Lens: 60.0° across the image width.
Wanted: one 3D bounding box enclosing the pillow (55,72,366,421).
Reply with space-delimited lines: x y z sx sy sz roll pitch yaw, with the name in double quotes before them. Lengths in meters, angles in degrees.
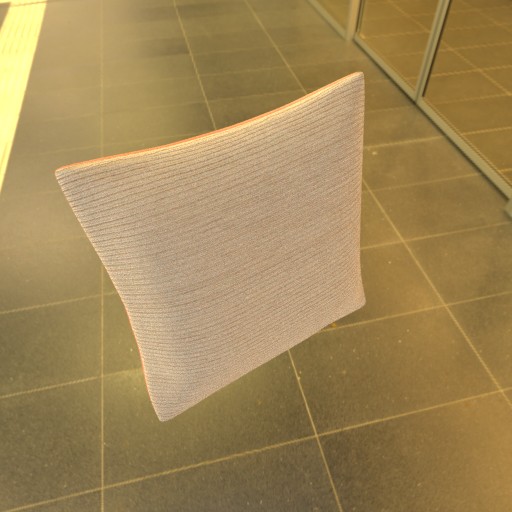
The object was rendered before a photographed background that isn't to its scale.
"pillow" 0.000 0.000 0.646 0.424 0.401 0.177 -25 52 -22
